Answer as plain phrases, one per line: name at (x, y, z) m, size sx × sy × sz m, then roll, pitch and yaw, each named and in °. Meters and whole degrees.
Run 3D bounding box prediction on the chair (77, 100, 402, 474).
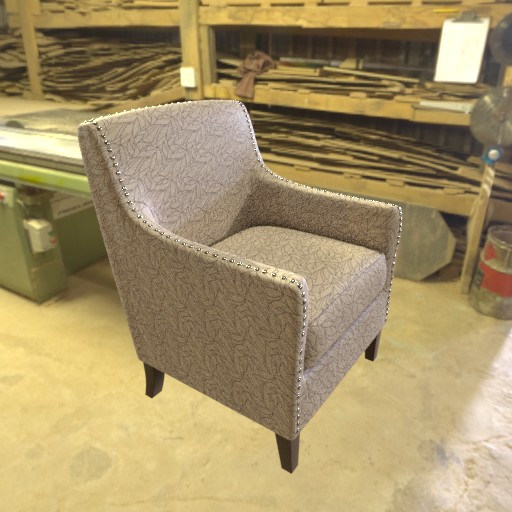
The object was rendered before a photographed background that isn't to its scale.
chair at (0.000, 0.000, 1.300) m, size 0.651 × 0.816 × 0.623 m, roll 17°, pitch 30°, yaw 31°
